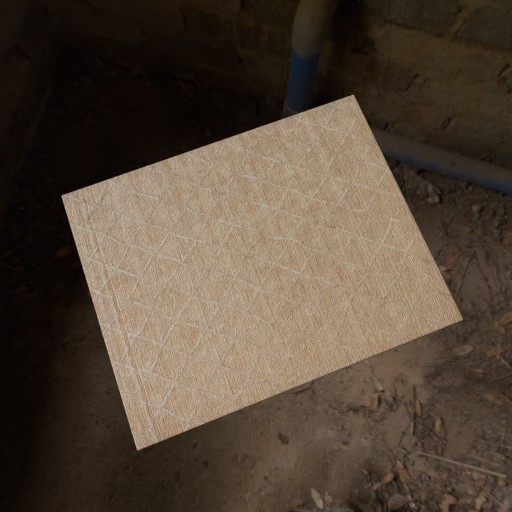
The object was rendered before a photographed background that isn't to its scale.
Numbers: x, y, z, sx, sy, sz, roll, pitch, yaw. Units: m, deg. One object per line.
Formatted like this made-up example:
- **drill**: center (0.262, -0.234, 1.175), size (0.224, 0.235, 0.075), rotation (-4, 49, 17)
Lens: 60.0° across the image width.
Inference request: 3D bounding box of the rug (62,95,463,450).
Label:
- **rug**: center (0.000, 0.000, 4.087), size (3.039, 0.019, 2.420), rotation (-20, 77, -5)
